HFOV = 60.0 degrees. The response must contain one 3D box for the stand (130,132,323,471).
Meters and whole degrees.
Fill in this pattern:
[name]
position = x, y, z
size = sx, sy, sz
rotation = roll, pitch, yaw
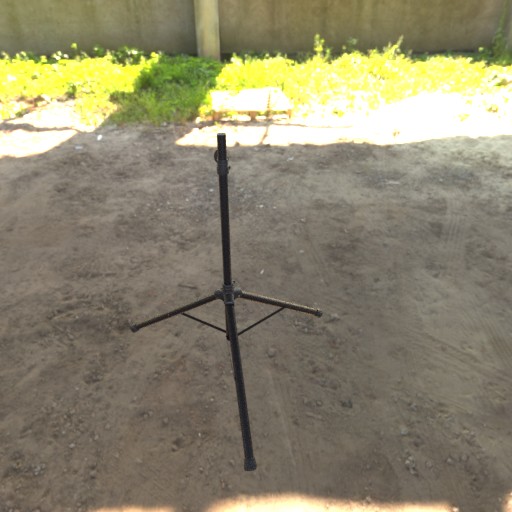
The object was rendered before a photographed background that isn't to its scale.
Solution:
[stand]
position = 0.000, 0.000, 1.933
size = 0.907, 1.136, 1.045
rotation = -22, 39, -30
